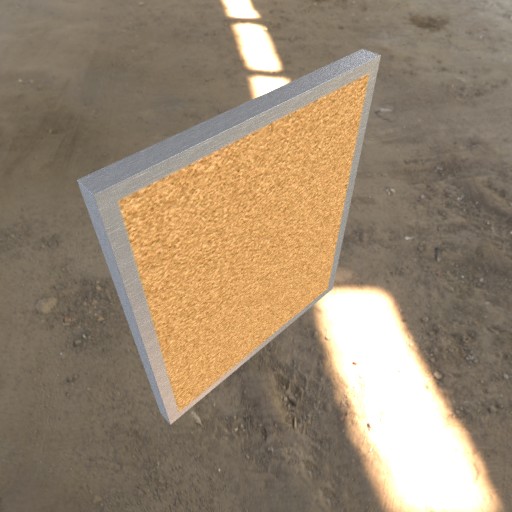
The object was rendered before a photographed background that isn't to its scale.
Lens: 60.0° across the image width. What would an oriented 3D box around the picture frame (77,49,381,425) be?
[{"bbox_3d":[0.000,0.000,0.519,0.327,0.378,0.027,-35,56,-28],"label":"picture frame"}]
